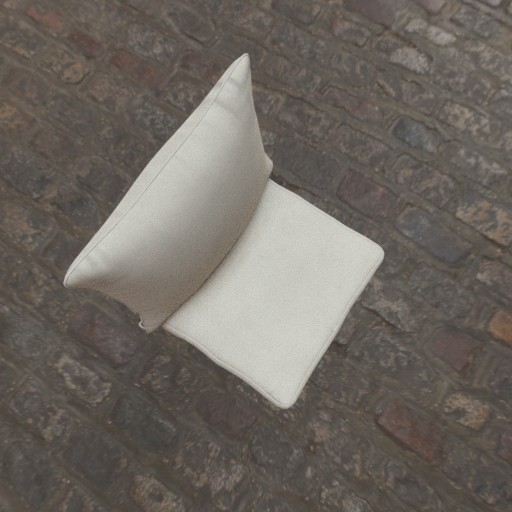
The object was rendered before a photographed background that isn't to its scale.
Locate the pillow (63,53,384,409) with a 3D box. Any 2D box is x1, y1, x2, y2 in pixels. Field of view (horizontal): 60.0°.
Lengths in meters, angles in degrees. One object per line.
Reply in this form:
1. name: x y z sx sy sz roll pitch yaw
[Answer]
1. pillow: 0.000 0.000 1.402 0.733 0.716 0.798 33 77 8
